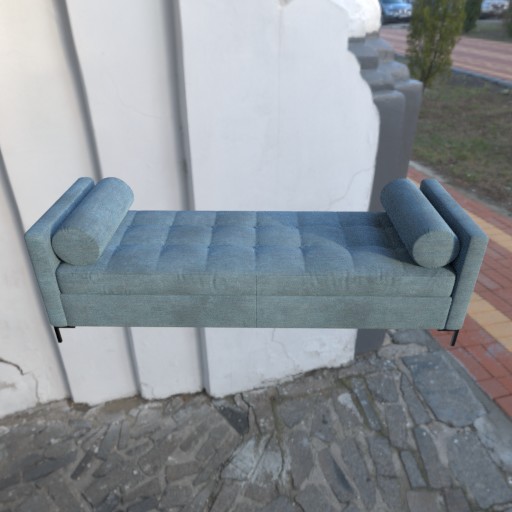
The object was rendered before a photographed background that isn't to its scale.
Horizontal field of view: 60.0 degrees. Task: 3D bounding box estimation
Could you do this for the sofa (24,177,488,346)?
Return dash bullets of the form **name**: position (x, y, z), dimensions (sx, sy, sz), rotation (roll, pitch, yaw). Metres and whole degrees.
- **sofa**: position (0.000, 0.000, 2.316), dimensions (1.981, 0.635, 0.686), rotation (0, 31, 1)
